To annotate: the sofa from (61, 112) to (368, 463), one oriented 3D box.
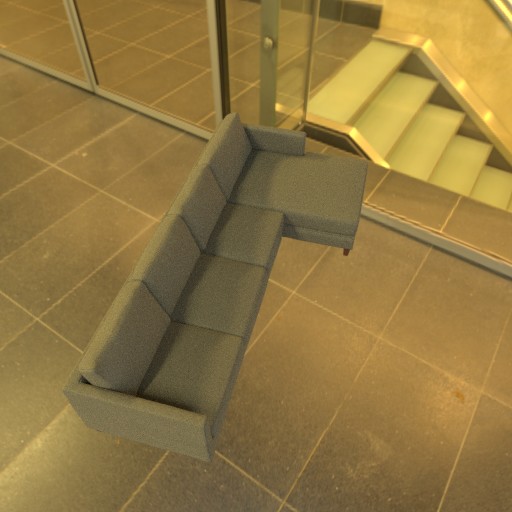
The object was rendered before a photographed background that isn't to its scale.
[{"bbox_3d":[0.000,0.000,3.752,1.625,0.861,3.186,11,49,10],"label":"sofa"}]
